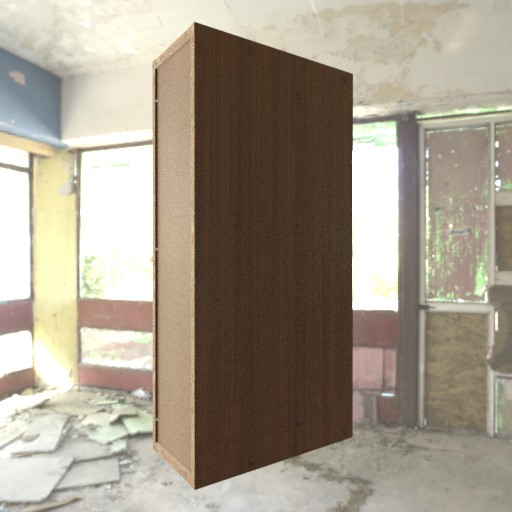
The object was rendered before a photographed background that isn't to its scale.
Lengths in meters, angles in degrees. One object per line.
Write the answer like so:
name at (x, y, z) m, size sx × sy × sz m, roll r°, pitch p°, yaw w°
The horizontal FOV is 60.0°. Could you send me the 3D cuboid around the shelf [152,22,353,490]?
shelf at (0.000, 0.000, 0.709) m, size 0.290 × 0.600 × 0.147 m, roll 0°, pitch 0°, yaw -35°
